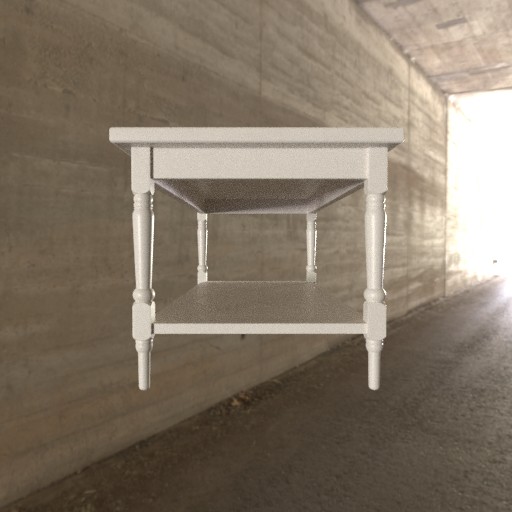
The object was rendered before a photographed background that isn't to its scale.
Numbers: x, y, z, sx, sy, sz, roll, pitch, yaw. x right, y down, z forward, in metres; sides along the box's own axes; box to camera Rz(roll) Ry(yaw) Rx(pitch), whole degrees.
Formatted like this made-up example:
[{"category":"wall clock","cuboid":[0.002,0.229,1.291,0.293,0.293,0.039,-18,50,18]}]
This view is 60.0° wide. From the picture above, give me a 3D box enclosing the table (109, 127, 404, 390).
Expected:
[{"category":"table","cuboid":[0.000,0.000,1.384,0.550,0.510,1.107,0,1,0]}]
